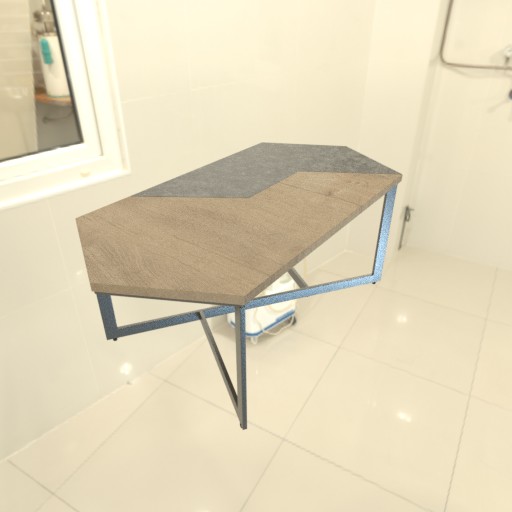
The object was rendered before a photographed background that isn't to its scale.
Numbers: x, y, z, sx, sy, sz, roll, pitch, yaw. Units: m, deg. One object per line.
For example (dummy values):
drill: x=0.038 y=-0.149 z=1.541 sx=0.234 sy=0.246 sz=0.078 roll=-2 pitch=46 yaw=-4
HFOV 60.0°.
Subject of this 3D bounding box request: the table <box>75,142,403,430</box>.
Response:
table: x=0.000 y=0.000 z=1.513 sx=0.609 sy=0.457 sz=1.219 roll=22 pitch=38 yaw=31
